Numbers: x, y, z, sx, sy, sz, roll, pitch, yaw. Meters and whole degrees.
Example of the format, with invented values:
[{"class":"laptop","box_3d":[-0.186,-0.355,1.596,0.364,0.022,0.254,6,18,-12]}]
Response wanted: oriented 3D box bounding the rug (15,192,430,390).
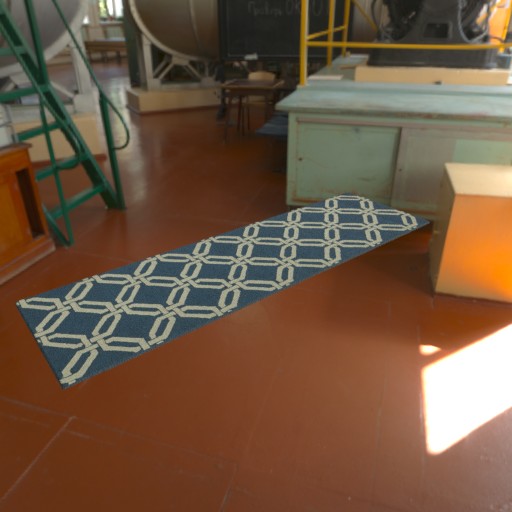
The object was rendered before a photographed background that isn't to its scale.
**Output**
[{"class":"rug","box_3d":[0.000,0.000,2.409,2.276,0.014,0.678,-21,35,-33]}]
